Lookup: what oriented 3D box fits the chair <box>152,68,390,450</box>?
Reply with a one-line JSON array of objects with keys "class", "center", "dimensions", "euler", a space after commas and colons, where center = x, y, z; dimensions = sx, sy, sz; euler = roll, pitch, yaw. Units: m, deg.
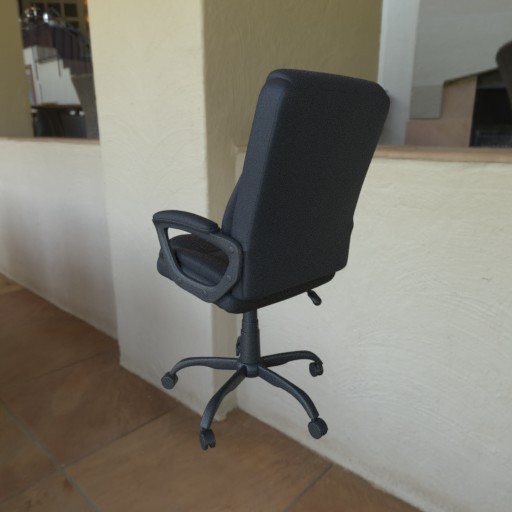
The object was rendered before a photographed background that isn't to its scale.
[{"class": "chair", "center": [0.000, 0.000, 1.458], "dimensions": [0.615, 1.072, 0.655], "euler": [-14, 21, -42]}]
